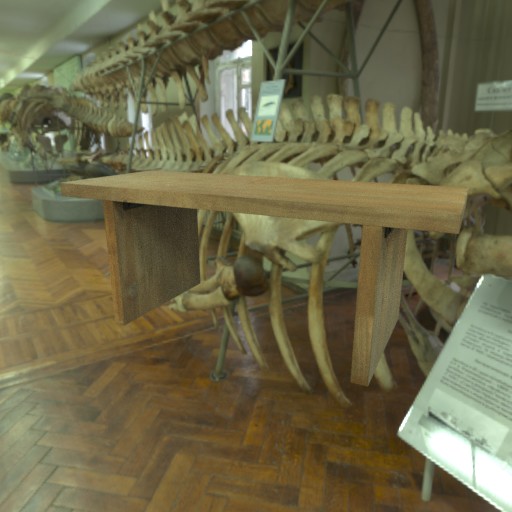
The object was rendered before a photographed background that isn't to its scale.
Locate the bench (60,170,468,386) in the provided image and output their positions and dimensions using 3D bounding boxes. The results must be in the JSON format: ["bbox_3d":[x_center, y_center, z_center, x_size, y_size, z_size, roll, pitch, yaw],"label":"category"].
[{"bbox_3d":[0.000,0.000,1.438,1.183,0.458,0.458,8,18,25],"label":"bench"}]
